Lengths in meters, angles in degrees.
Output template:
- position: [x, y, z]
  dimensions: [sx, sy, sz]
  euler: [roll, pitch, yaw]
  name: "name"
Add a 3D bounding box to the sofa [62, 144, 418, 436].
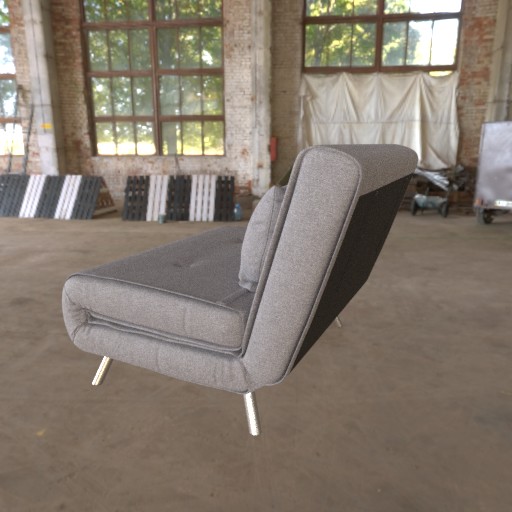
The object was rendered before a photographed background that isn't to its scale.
- position: [0.000, 0.000, 1.686]
  dimensions: [1.000, 0.825, 1.020]
  euler: [7, 16, 25]
  name: "sofa"
